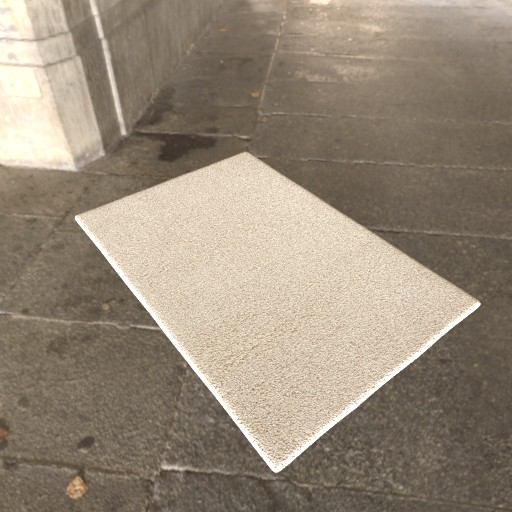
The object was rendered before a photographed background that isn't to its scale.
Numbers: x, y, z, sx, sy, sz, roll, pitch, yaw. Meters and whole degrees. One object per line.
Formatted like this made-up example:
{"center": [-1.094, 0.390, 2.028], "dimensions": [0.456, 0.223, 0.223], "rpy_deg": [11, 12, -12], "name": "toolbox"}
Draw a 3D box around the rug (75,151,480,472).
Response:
{"center": [0.000, 0.000, 2.262], "dimensions": [1.219, 0.030, 1.778], "rpy_deg": [-27, 49, -27], "name": "rug"}
